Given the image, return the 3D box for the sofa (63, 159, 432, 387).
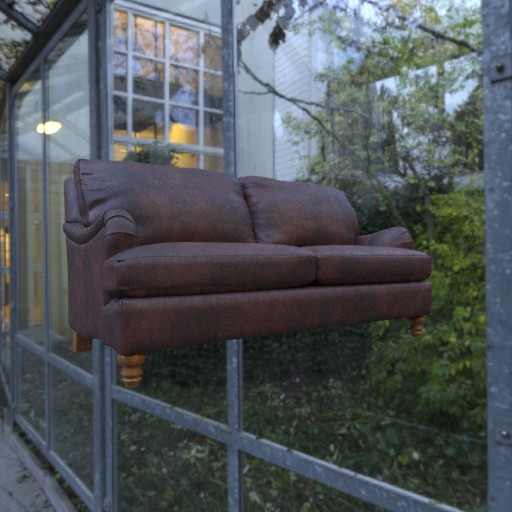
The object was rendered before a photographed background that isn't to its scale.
[{"bbox_3d":[0.000,0.000,2.778,2.144,1.071,1.147,0,0,-36],"label":"sofa"}]
